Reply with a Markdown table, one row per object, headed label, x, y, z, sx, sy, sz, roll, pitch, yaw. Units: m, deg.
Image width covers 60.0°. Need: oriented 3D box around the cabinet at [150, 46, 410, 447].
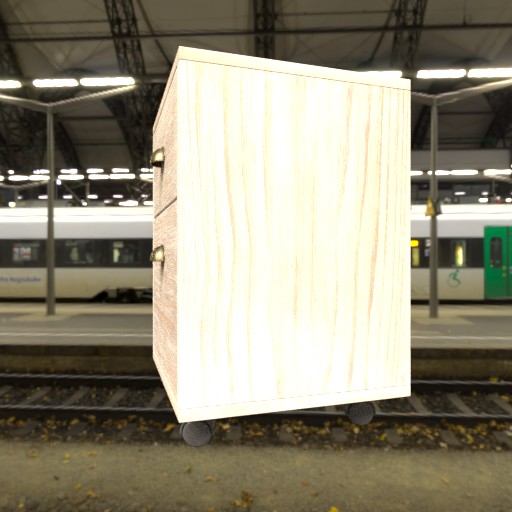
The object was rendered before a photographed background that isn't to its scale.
| label | x | y | z | sx | sy | sz | roll | pitch | yaw |
| --- | --- | --- | --- | --- | --- | --- | --- | --- | --- |
| cabinet | 0.000 | 0.000 | 0.860 | 0.401 | 0.579 | 0.409 | 0 | 0 | -18 |
